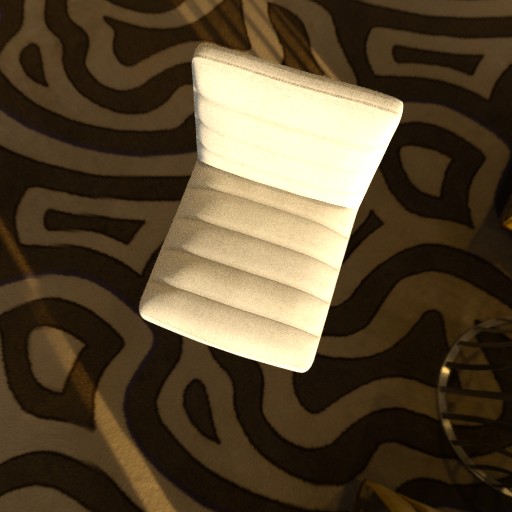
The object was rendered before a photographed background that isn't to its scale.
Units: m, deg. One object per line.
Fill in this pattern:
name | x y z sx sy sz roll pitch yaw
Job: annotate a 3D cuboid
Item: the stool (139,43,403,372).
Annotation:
stool | 0.000 0.000 1.286 0.459 0.971 0.567 18 77 4
